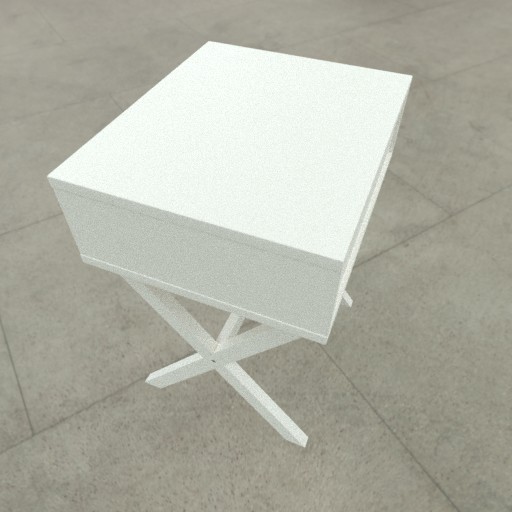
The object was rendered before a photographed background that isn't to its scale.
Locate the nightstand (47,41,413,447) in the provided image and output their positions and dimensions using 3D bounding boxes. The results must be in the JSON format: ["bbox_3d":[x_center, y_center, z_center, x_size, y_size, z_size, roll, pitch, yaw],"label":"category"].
[{"bbox_3d":[0.000,0.000,0.911,0.402,0.623,0.479,17,49,15],"label":"nightstand"}]
